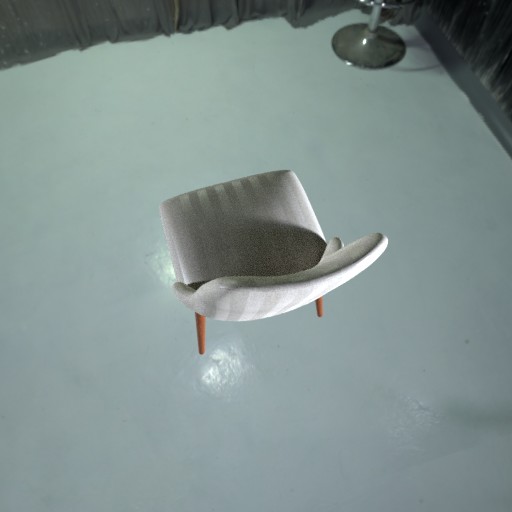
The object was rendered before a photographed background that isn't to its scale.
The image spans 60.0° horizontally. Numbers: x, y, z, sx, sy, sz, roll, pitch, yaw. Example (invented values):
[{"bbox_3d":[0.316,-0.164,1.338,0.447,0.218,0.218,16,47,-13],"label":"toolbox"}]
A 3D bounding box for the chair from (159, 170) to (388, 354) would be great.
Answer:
[{"bbox_3d":[0.000,0.000,1.328,0.526,0.917,0.684,-16,61,-9],"label":"chair"}]
